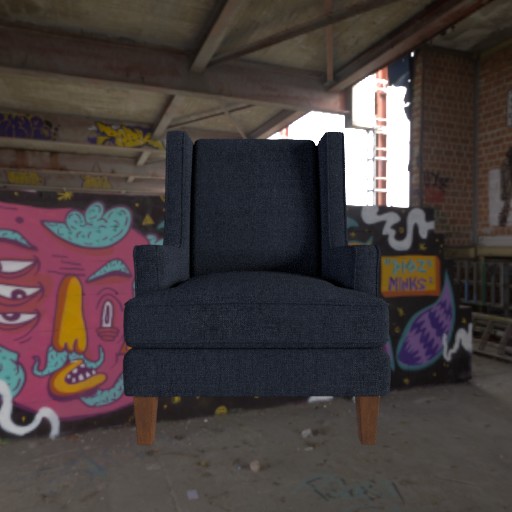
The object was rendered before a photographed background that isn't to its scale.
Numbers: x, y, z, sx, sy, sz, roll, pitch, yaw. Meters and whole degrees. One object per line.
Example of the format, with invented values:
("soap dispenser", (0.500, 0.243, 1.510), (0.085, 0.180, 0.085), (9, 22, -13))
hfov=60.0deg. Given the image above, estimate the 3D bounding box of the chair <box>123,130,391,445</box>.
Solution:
("chair", (0.000, 0.000, 1.689), (0.764, 1.072, 0.947), (0, 0, 0))
